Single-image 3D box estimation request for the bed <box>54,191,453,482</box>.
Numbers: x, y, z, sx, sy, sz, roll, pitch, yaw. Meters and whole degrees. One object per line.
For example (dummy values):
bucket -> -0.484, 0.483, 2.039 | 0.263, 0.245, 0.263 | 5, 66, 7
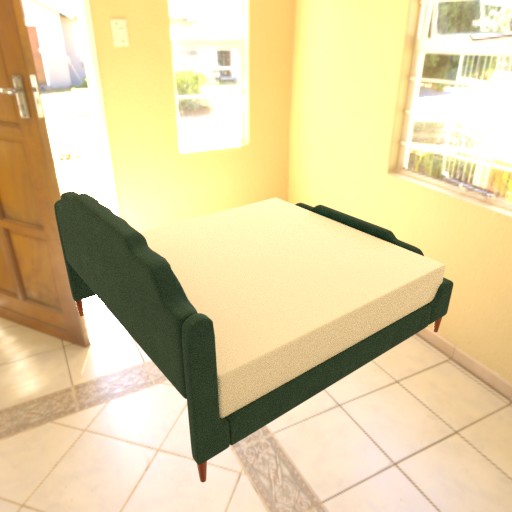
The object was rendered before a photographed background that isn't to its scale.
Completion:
bed -> 0.000, 0.000, 3.456 | 2.340, 1.245, 2.074 | -19, 32, -33
